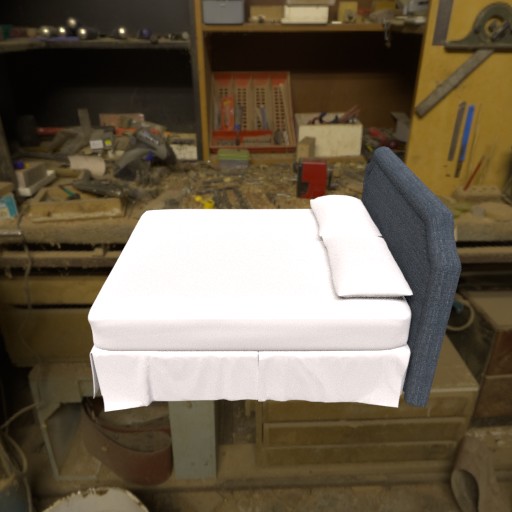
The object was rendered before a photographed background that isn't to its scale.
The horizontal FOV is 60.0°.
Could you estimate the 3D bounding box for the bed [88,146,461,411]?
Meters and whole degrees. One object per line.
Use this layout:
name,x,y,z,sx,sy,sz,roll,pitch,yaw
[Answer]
bed,0.000,0.000,3.340,2.208,1.297,1.828,0,29,0
